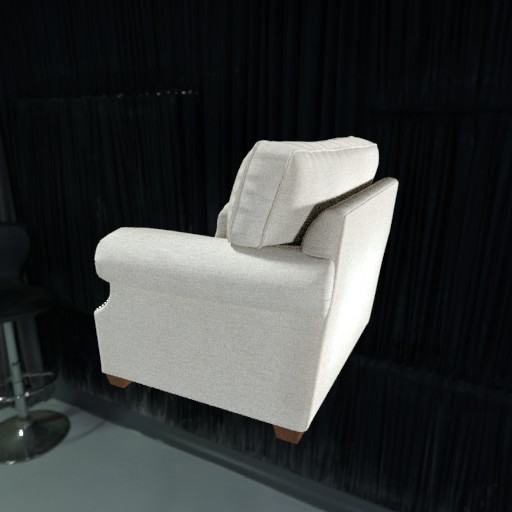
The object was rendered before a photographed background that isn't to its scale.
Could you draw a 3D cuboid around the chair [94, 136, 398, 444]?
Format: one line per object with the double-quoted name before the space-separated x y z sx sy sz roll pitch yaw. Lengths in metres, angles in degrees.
"chair" 0.000 0.000 1.851 0.965 0.961 1.092 8 18 25
